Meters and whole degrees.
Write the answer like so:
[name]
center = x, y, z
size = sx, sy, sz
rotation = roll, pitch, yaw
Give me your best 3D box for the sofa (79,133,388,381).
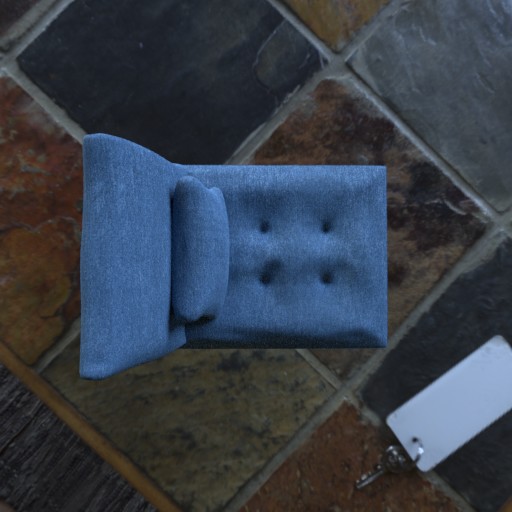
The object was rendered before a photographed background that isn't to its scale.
[sofa]
center = 0.000, 0.000, 1.557
size = 1.000, 0.820, 0.700
rotation = 0, 89, -1
